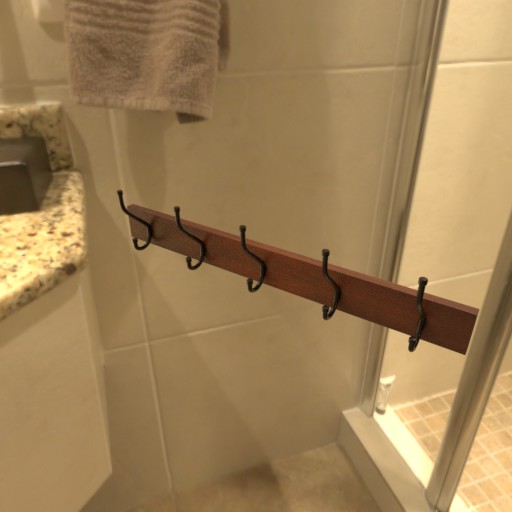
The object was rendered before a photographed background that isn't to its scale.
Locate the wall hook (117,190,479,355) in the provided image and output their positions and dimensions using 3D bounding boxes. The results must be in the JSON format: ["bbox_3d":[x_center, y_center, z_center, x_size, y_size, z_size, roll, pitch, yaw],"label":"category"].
[{"bbox_3d":[0.000,0.000,0.624,0.571,0.117,0.071,18,34,29],"label":"wall hook"}]
